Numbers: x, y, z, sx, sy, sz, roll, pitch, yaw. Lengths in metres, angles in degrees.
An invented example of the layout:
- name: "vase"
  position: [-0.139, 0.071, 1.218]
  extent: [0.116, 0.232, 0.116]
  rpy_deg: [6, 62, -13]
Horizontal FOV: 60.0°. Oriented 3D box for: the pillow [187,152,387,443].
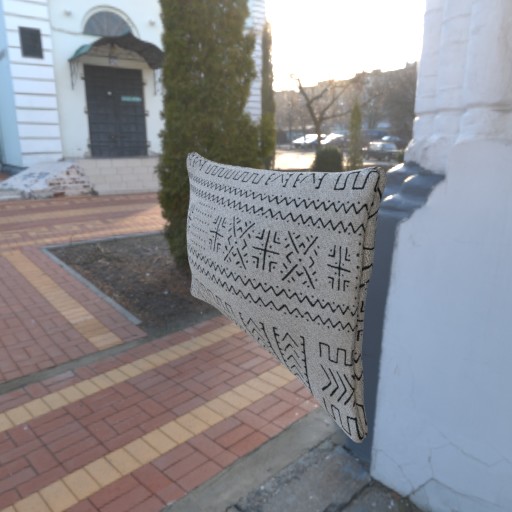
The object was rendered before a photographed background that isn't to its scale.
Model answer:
- name: "pillow"
  position: [0.000, 0.000, 0.802]
  extent: [0.188, 0.352, 0.637]
  rpy_deg: [-8, 17, -27]
